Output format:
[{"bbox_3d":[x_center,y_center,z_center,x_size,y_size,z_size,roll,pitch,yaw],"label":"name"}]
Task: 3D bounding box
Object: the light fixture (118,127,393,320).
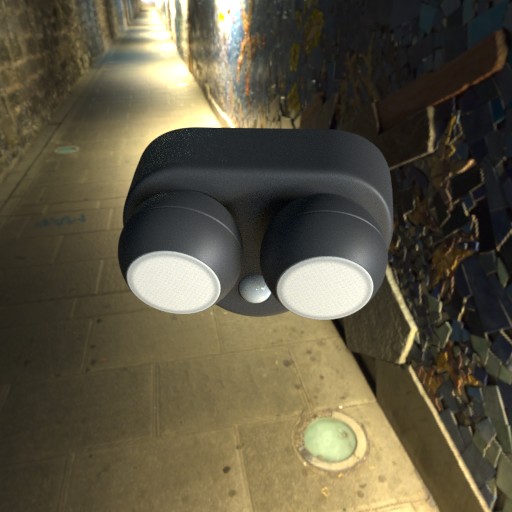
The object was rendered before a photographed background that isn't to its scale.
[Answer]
[{"bbox_3d":[0.000,0.000,0.346,0.229,0.159,0.159,2,31,3],"label":"light fixture"}]
